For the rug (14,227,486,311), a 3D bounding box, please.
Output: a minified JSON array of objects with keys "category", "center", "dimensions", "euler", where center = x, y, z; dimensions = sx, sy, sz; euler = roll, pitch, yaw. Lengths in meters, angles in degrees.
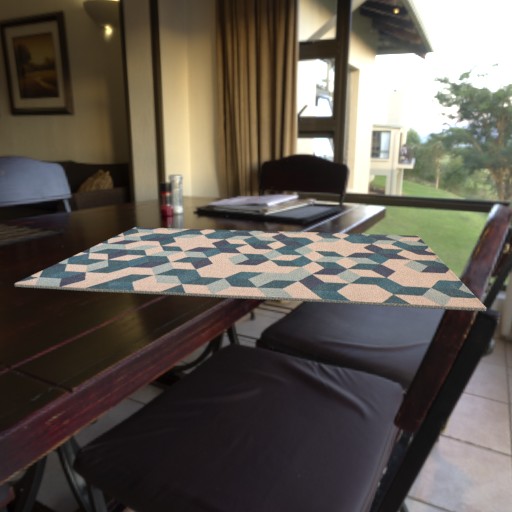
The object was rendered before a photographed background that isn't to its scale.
[{"category":"rug","center":[0.000,0.000,2.274],"dimensions":[1.829,0.014,1.235],"euler":[2,15,8]}]
